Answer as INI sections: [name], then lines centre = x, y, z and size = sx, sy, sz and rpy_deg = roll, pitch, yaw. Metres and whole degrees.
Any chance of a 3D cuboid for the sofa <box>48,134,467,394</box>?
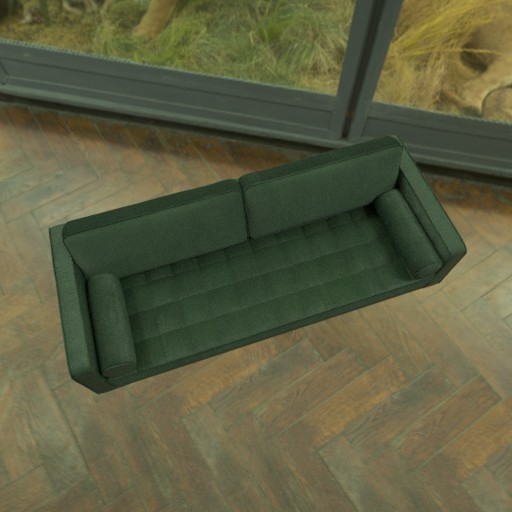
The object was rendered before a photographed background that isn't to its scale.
[sofa]
centre = 0.000, 0.000, 2.634
size = 2.199, 0.769, 0.918
rpy_deg = -17, 65, -8
